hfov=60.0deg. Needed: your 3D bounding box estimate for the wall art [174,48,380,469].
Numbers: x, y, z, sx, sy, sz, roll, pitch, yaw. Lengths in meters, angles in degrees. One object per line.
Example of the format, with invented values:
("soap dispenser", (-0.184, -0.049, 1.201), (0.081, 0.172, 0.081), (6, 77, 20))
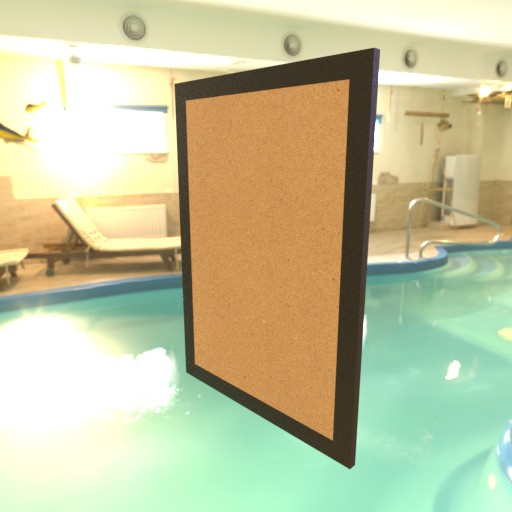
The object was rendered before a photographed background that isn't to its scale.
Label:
("wall art", (0.000, 0.000, 0.681), (0.013, 0.534, 0.381), (-13, 19, -43))
